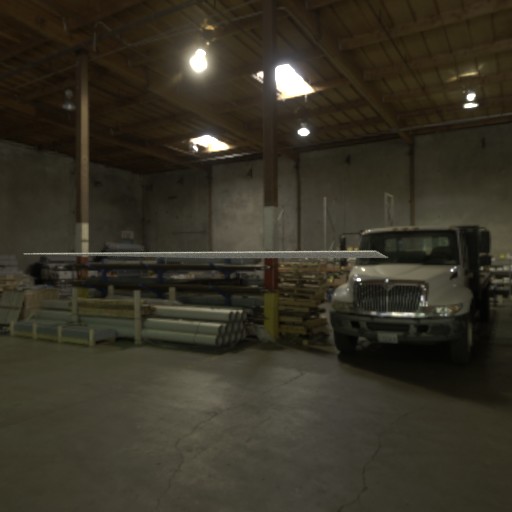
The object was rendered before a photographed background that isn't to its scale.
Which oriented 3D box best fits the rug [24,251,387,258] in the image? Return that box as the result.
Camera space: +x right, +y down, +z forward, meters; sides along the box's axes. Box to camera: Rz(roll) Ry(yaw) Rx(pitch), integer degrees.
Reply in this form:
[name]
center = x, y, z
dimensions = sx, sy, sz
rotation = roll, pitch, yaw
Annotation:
[rug]
center = 0.000, 0.000, 4.229
dimensions = 2.354, 0.007, 3.196
rotation = 0, -1, 18
